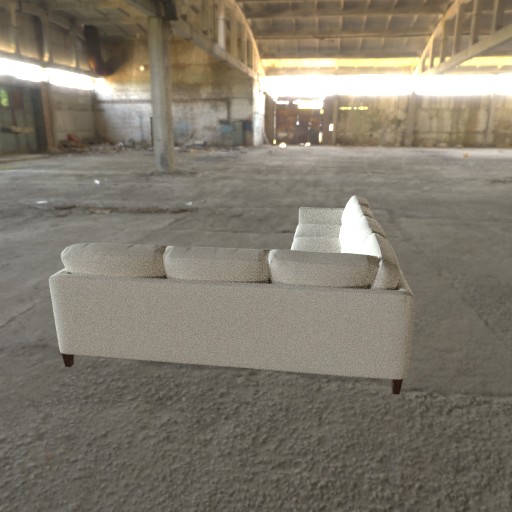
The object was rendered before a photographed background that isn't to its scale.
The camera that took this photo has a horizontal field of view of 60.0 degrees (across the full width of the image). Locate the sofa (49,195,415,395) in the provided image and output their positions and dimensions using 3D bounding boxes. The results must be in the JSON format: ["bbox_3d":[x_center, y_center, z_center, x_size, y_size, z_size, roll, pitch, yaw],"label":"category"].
[{"bbox_3d":[0.000,0.000,4.618,2.593,0.947,3.302,2,16,8],"label":"sofa"}]
